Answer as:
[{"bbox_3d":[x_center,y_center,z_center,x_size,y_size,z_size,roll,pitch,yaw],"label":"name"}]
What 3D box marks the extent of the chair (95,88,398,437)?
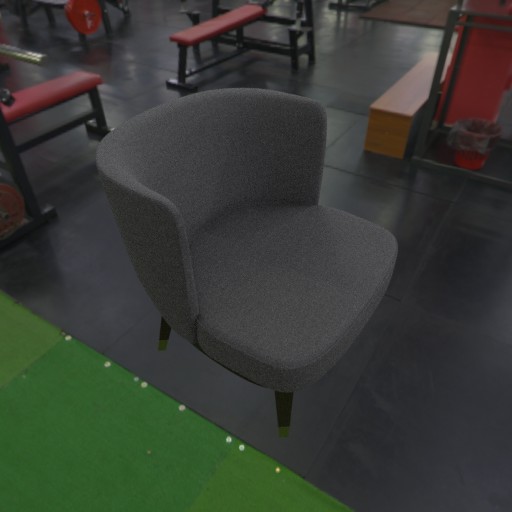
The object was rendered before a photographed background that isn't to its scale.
[{"bbox_3d":[0.000,0.000,1.256,0.698,0.695,0.639,25,46,26],"label":"chair"}]
